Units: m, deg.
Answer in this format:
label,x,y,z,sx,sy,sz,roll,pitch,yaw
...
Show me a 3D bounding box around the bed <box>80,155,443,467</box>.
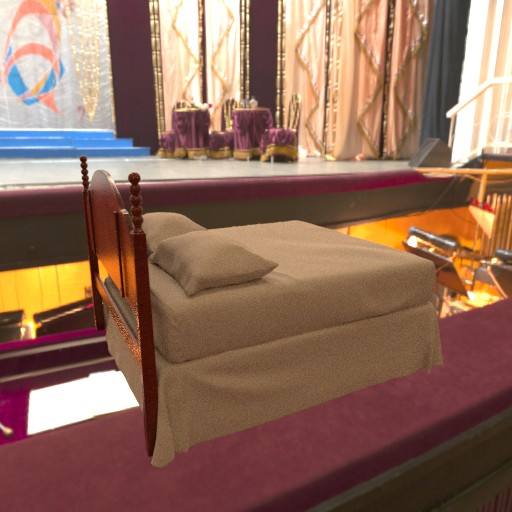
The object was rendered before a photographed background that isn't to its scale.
label,x,y,z,sx,sy,sz,roll,pitch,yaw
bed,0.000,0.000,3.117,2.040,1.356,1.873,-8,17,-27
